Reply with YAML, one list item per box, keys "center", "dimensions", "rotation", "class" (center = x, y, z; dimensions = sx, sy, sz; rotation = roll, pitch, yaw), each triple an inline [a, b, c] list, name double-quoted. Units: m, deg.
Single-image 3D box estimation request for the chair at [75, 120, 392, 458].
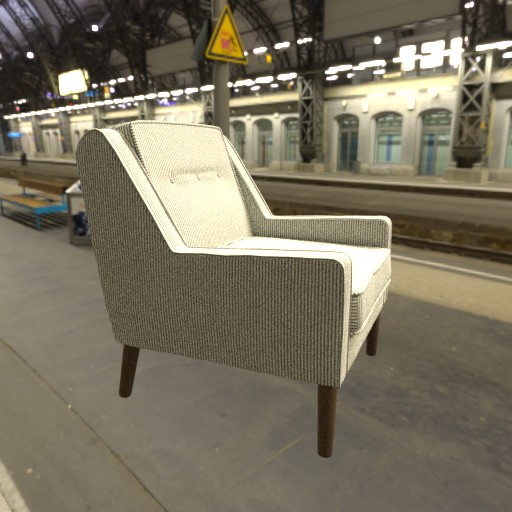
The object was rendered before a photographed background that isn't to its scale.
- center: [0.000, 0.000, 1.349]
  dimensions: [0.743, 0.792, 0.663]
  rotation: [6, 15, 24]
  class: "chair"
